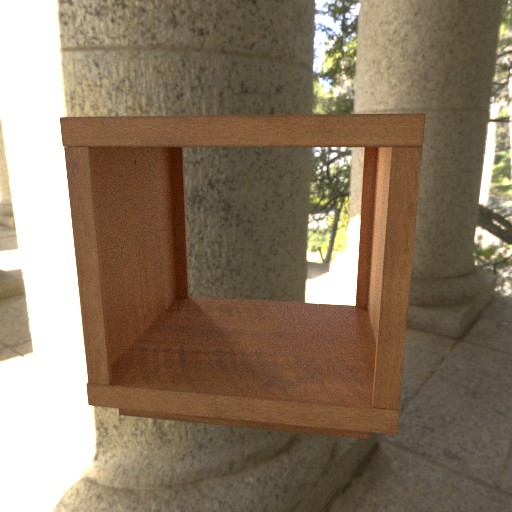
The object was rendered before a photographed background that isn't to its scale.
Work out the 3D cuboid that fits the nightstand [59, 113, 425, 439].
[{"bbox_3d":[0.000,0.000,0.850,0.493,0.491,0.436,2,14,9],"label":"nightstand"}]
